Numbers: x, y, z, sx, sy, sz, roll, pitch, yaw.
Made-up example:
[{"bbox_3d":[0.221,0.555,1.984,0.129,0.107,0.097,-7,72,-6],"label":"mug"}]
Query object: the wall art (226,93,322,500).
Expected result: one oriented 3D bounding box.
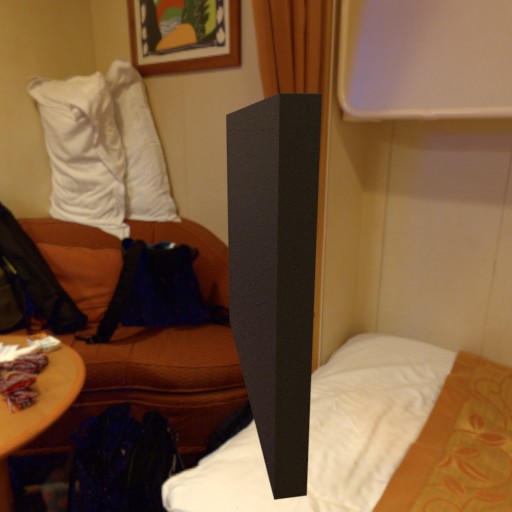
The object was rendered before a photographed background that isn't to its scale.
[{"bbox_3d":[0.000,0.000,0.521,0.029,0.330,0.381,-2,16,-9],"label":"wall art"}]
